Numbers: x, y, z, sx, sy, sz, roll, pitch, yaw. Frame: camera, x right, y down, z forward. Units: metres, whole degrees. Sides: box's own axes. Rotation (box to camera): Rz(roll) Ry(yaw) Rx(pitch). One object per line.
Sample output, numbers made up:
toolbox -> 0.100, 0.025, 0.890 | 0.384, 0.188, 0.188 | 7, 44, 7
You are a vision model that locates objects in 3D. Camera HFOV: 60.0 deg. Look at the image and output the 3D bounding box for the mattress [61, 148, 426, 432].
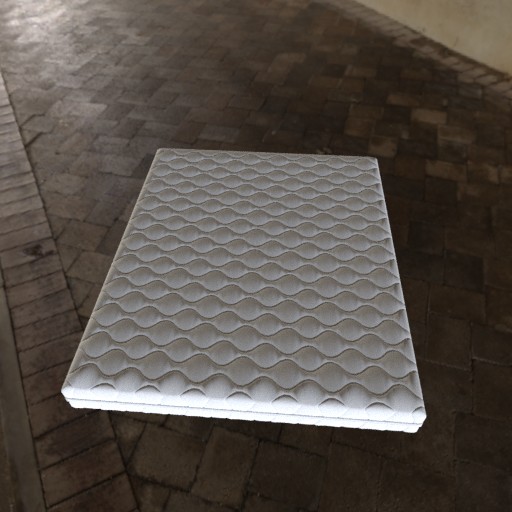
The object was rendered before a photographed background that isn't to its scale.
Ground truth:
mattress -> 0.000, 0.000, 2.610 | 1.600, 0.200, 1.900 | 3, 47, 3
